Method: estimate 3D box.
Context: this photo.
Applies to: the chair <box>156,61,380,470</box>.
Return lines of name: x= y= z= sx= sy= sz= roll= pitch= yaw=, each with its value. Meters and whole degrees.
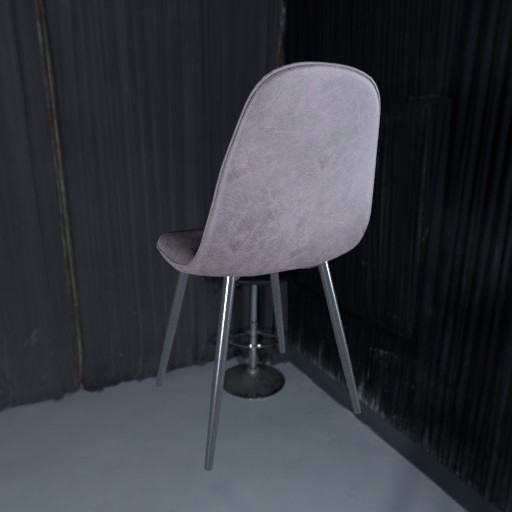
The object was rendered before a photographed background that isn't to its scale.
chair: x=0.000 y=0.000 z=1.179 sx=0.472 sy=0.889 sz=0.561 roll=-9 pitch=18 yaw=-27
